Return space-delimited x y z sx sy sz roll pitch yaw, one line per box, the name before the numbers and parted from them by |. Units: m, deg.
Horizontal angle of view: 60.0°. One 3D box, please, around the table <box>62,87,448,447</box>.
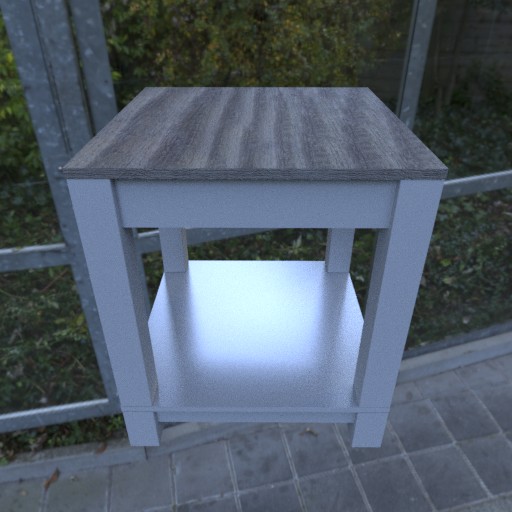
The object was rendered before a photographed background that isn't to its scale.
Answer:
table | 0.000 0.000 0.948 0.504 0.587 0.506 0 32 0
